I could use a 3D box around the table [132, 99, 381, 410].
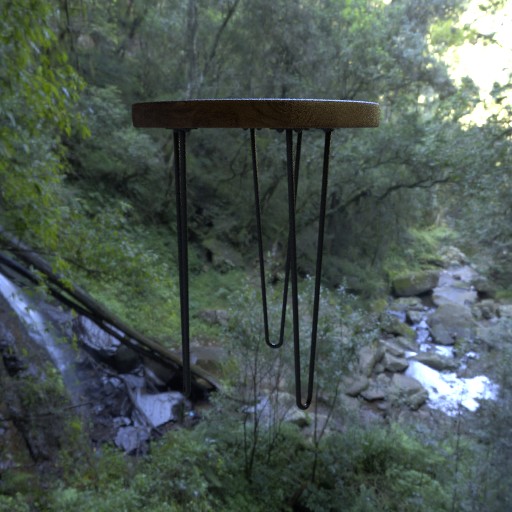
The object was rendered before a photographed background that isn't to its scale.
[{"bbox_3d":[0.000,0.000,0.808,0.400,0.520,0.400,0,16,0],"label":"table"}]
